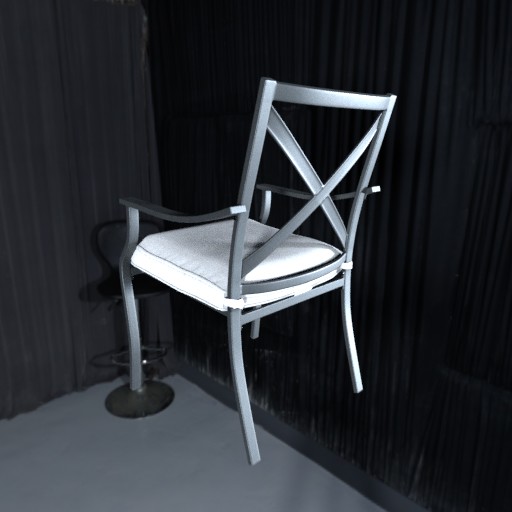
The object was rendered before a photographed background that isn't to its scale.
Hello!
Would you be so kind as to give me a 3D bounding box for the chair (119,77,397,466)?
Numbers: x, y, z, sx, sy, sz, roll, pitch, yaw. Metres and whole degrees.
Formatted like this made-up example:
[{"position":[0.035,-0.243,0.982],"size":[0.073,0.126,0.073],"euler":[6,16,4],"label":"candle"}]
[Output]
[{"position":[0.000,0.000,1.294],"size":[0.575,0.889,0.620],"euler":[-14,21,-43],"label":"chair"}]
